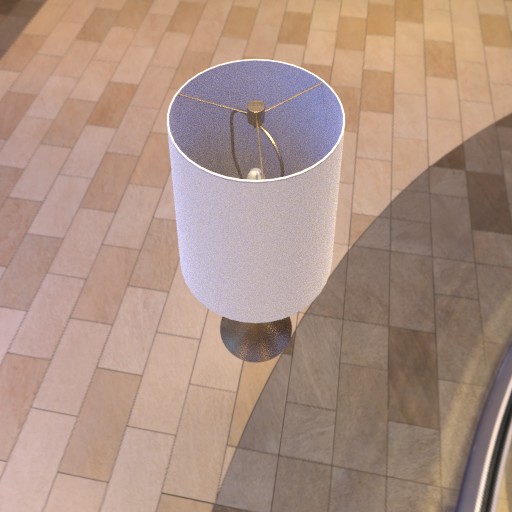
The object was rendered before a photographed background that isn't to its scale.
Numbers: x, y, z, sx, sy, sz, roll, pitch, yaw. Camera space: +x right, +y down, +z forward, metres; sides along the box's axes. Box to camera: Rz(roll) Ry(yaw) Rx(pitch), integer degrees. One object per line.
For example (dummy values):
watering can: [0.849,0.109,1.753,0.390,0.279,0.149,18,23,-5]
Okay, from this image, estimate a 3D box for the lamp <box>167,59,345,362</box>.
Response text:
lamp: [0.000,0.000,0.684,0.231,0.569,0.231,0,58,0]
